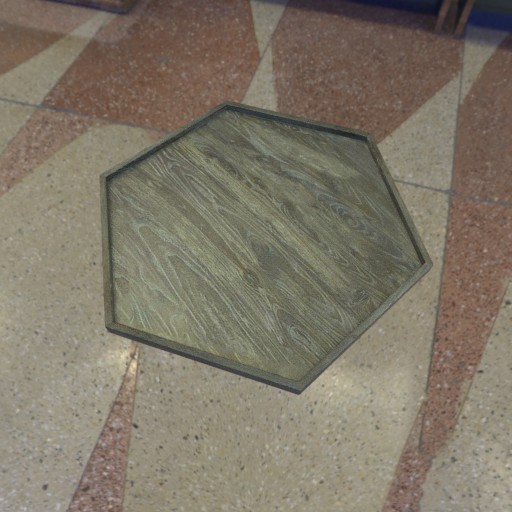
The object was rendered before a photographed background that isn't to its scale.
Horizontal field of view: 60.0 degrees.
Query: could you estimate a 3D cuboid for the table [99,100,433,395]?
[{"bbox_3d":[0.000,0.000,1.619,1.115,0.488,0.966,16,61,9],"label":"table"}]
